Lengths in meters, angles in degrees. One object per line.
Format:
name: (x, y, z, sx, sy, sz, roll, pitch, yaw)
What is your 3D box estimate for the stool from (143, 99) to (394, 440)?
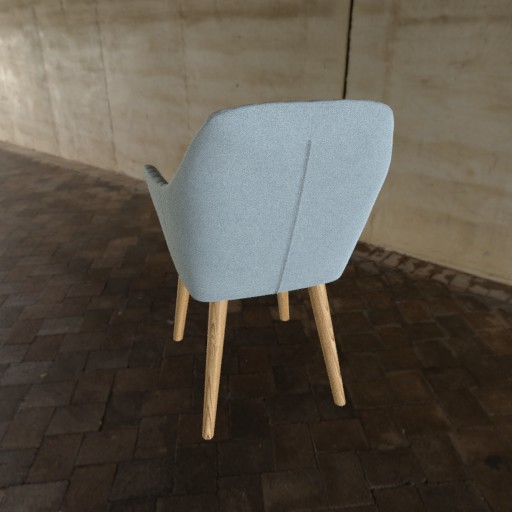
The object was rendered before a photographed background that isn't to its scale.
stool: (0.000, 0.000, 1.161, 0.503, 0.830, 0.590, -8, 27, -16)
